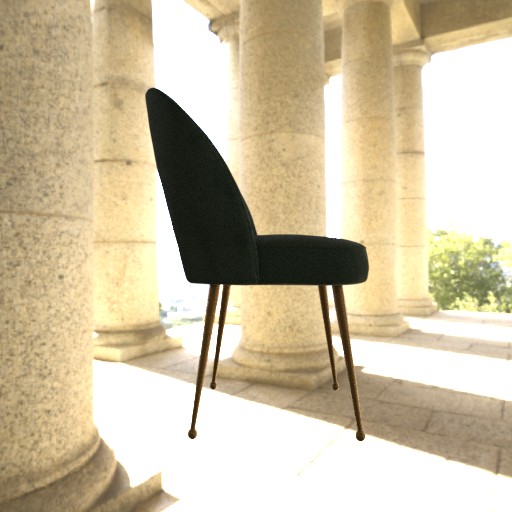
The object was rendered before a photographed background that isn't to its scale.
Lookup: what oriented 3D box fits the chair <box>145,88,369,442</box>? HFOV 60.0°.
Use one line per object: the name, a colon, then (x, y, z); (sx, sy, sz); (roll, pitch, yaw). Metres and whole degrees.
chair: (0.000, 0.000, 1.235); (0.577, 0.860, 0.527); (0, 0, 2)
